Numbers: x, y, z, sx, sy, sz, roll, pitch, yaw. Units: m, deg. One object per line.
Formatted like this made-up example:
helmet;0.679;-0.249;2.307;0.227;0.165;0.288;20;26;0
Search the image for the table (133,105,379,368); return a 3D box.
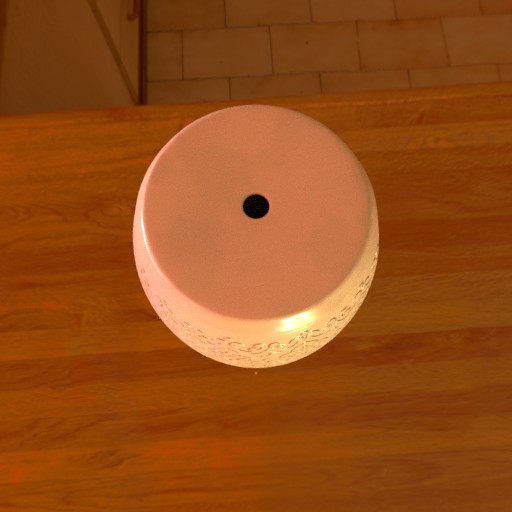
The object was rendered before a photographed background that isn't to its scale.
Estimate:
table;0.000;0.000;0.631;0.309;0.397;0.309;0;75;0
